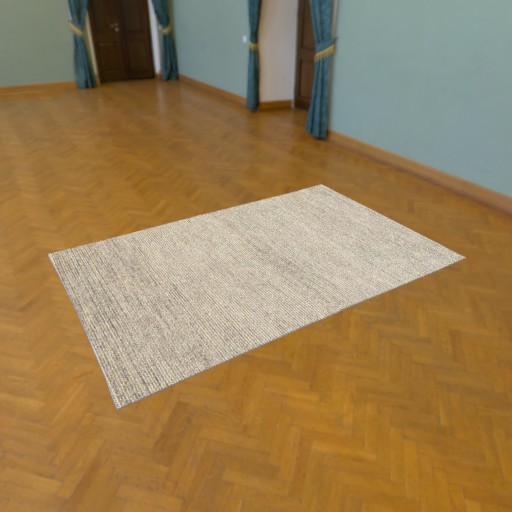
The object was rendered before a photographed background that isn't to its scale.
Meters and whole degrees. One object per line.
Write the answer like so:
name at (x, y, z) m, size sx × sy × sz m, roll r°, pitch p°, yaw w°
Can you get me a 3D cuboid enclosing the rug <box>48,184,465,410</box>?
rug at (0.000, 0.000, 2.267) m, size 1.804 × 0.022 × 1.162 m, roll -18°, pitch 35°, yaw -27°
